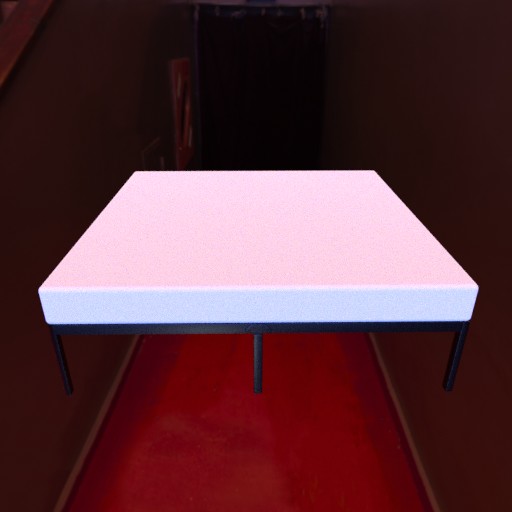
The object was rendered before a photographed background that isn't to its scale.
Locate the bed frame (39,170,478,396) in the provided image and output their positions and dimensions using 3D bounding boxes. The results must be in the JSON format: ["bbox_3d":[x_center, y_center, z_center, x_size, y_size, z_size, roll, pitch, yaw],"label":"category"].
[{"bbox_3d":[0.000,0.000,3.071,2.079,0.659,1.963,0,27,-1],"label":"bed frame"}]
